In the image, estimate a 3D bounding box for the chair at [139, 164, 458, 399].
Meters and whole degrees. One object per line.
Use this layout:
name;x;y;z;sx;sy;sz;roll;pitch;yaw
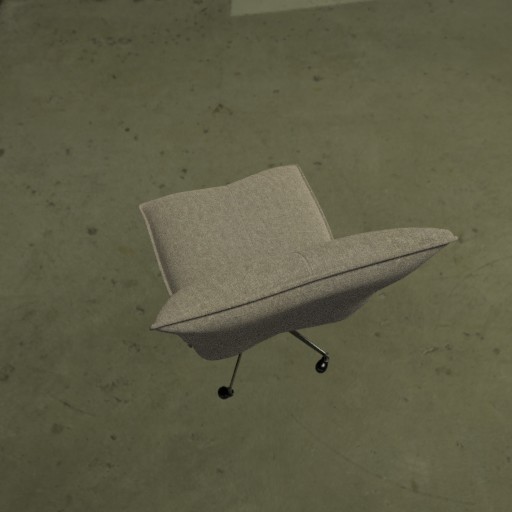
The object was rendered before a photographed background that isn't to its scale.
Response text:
chair;0.000;0.000;1.288;0.597;0.811;0.696;-16;58;-10
